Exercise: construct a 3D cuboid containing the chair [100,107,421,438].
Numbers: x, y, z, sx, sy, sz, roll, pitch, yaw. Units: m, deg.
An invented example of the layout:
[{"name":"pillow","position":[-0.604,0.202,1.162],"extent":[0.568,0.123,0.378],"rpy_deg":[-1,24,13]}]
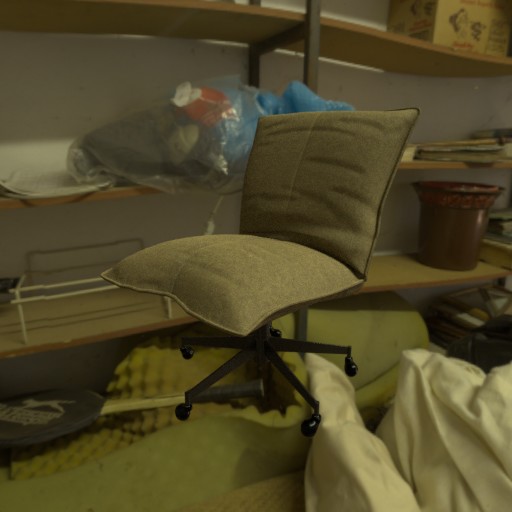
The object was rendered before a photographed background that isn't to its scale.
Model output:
[{"name":"chair","position":[0.000,0.000,1.264],"extent":[0.597,0.811,0.696],"rpy_deg":[14,21,42]}]
